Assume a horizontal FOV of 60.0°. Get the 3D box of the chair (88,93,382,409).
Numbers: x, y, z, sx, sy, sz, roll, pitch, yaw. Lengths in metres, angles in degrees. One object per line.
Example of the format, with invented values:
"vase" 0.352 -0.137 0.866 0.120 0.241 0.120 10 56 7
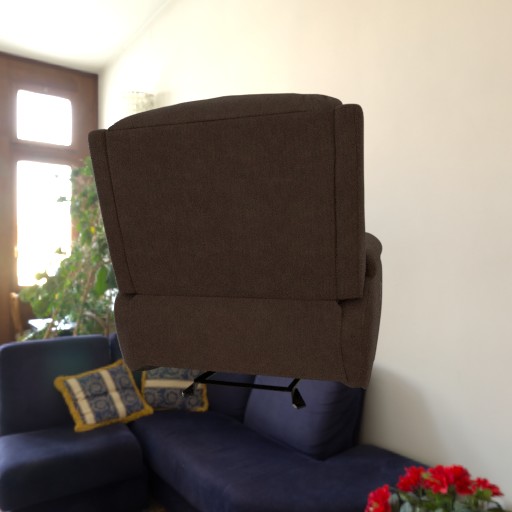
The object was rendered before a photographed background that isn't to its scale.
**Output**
"chair" 0.000 0.000 1.715 0.930 1.011 0.899 0 0 18
